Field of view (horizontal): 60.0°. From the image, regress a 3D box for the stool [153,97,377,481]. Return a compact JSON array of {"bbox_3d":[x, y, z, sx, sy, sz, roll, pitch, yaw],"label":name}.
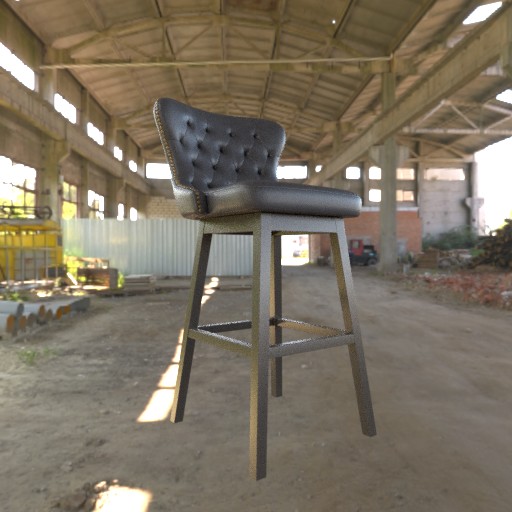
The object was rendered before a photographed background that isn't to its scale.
[{"bbox_3d":[0.000,0.000,1.408,0.528,1.050,0.601,0,1,-36],"label":"stool"}]
